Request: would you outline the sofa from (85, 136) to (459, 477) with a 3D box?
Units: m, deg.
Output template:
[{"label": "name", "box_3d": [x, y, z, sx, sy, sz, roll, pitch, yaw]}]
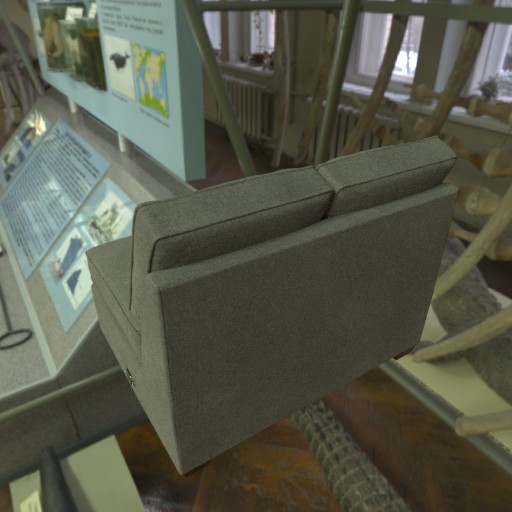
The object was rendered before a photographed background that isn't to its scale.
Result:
[{"label": "sofa", "box_3d": [0.000, 0.000, 1.887, 1.237, 1.008, 0.951, -18, 35, -28]}]
